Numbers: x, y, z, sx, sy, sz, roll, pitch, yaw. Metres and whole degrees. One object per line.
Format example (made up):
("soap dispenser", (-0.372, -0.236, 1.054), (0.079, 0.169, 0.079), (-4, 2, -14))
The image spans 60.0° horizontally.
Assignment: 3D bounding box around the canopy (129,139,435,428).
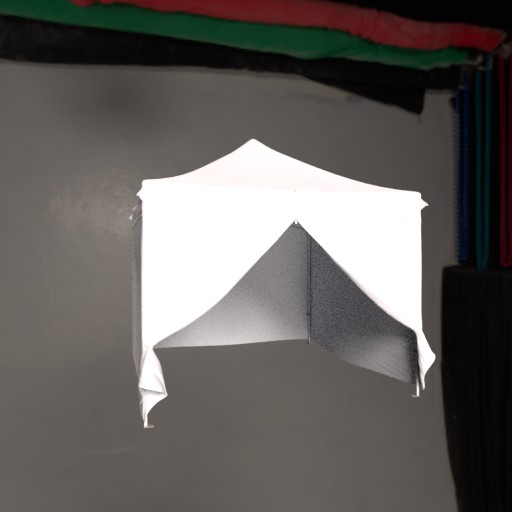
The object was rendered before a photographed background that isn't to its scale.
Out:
("canopy", (0.000, 0.000, 5.651), (3.043, 2.997, 3.121), (0, 1, -17))
